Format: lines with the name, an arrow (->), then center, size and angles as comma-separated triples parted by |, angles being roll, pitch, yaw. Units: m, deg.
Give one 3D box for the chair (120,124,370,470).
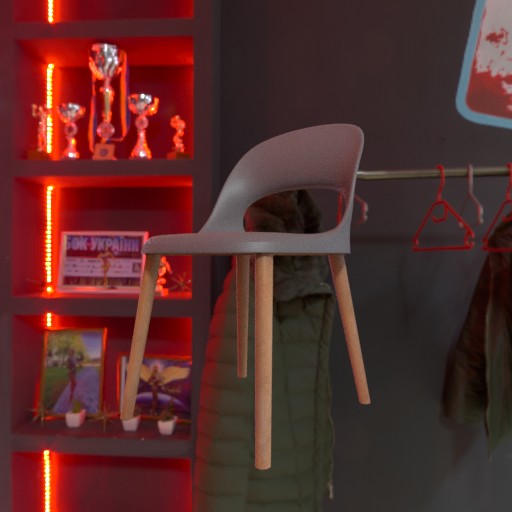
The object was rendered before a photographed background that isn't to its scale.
chair -> 0.000, 0.000, 1.156 | 0.470, 0.795, 0.556 | 0, 0, 37
